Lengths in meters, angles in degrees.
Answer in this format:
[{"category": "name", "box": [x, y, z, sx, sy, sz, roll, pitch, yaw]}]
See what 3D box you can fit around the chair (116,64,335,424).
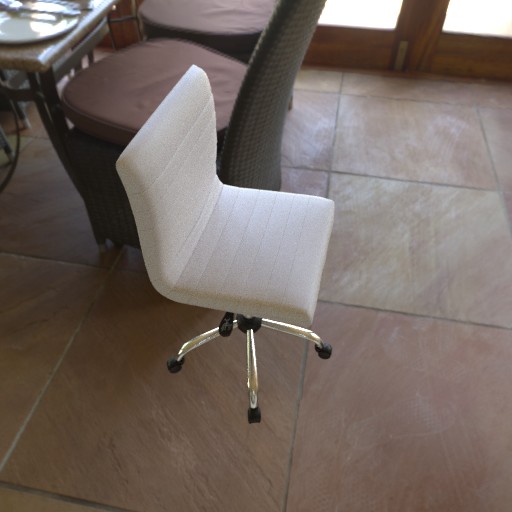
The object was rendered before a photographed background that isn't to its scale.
[{"category": "chair", "box": [0.000, 0.000, 1.068, 0.455, 0.750, 0.520, 11, 48, 10]}]
